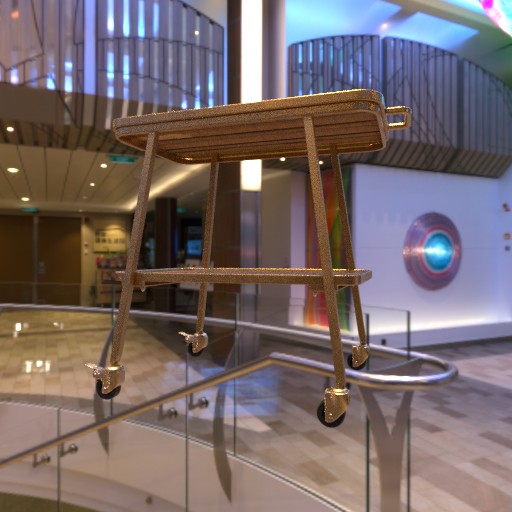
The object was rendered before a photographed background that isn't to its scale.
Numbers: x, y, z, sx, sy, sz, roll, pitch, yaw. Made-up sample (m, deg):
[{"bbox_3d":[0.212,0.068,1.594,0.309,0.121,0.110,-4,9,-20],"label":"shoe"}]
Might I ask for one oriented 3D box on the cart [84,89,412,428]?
[{"bbox_3d":[0.000,0.000,1.219,0.806,0.700,0.524,0,0,19],"label":"cart"}]
